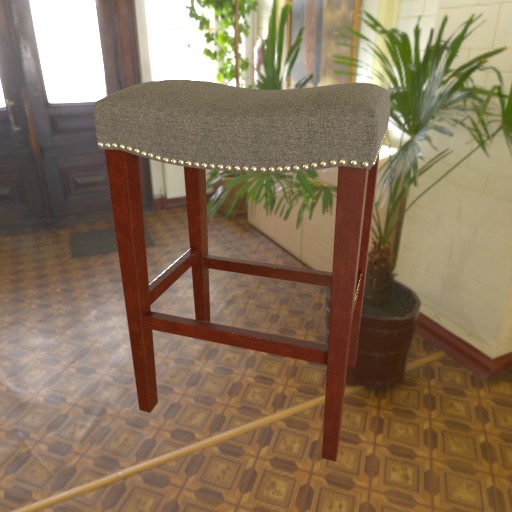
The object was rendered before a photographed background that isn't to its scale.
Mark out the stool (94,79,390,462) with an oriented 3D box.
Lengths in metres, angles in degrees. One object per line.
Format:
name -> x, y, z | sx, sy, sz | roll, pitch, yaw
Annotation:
stool -> 0.000, 0.000, 1.013 | 0.504, 0.742, 0.372 | 8, 26, 17
